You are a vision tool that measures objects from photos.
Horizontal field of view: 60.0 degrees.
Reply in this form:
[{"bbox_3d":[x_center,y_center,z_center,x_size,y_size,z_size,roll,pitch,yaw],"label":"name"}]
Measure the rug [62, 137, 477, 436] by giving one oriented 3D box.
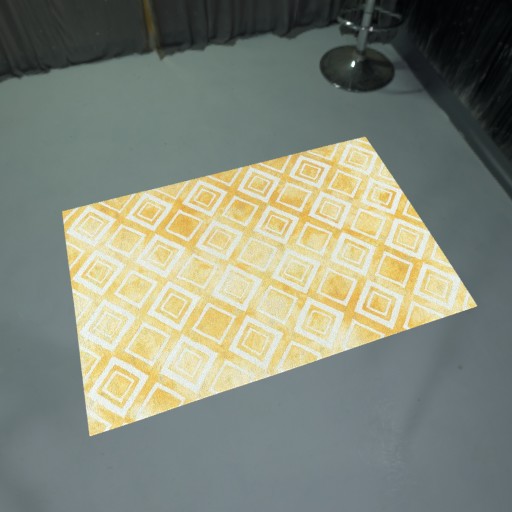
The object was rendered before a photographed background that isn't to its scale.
[{"bbox_3d":[0.000,0.000,2.261,1.829,0.010,1.213,-16,59,-10],"label":"rug"}]
